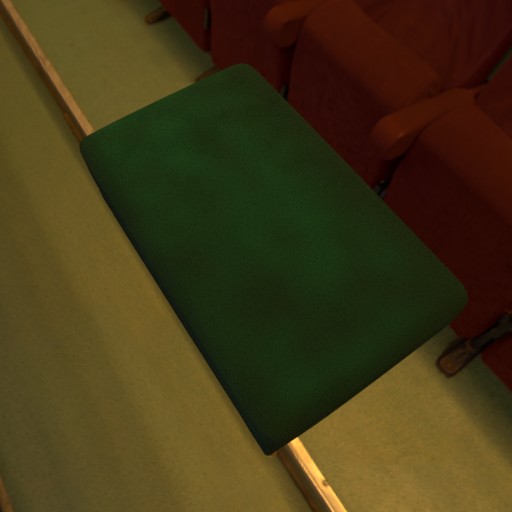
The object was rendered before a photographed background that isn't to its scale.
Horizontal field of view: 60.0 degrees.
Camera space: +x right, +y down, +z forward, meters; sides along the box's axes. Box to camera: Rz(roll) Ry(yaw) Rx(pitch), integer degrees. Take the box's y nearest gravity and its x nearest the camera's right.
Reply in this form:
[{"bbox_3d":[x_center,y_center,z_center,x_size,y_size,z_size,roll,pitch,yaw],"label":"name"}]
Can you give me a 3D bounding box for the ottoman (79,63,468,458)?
[{"bbox_3d":[0.000,0.000,1.223,0.536,0.533,0.886,-31,68,-15],"label":"ottoman"}]
